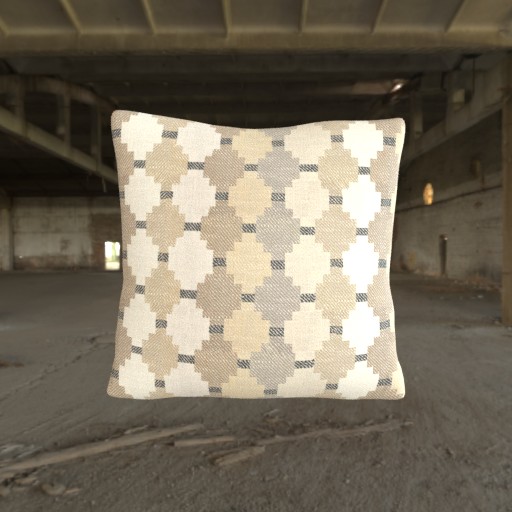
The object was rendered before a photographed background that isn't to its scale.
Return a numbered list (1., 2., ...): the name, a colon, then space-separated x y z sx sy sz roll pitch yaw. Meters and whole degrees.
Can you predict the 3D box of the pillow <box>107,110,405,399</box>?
1. pillow: 0.000 0.000 0.856 0.578 0.558 0.192 0 1 0
